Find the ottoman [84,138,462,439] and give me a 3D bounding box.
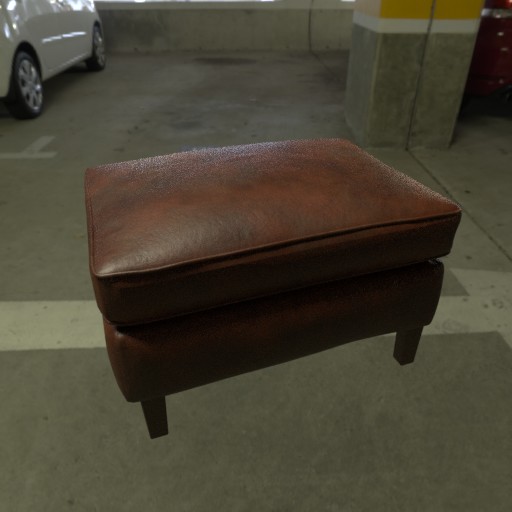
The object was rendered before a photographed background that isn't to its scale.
[{"bbox_3d":[0.000,0.000,0.975,0.665,0.432,0.501,-11,33,-17],"label":"ottoman"}]
